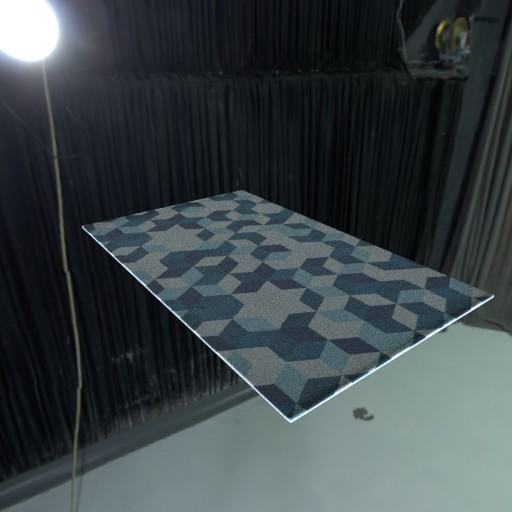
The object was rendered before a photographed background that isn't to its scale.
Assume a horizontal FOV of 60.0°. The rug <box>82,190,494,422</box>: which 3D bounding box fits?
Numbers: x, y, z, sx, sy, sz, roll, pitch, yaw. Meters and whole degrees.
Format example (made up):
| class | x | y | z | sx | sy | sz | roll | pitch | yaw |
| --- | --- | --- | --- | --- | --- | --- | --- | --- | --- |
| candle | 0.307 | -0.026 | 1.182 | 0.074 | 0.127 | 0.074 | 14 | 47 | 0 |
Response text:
| class | x | y | z | sx | sy | sz | roll | pitch | yaw |
| --- | --- | --- | --- | --- | --- | --- | --- | --- | --- |
| rug | 0.000 | 0.000 | 2.955 | 1.518 | 0.015 | 2.438 | -18 | 31 | -33 |
